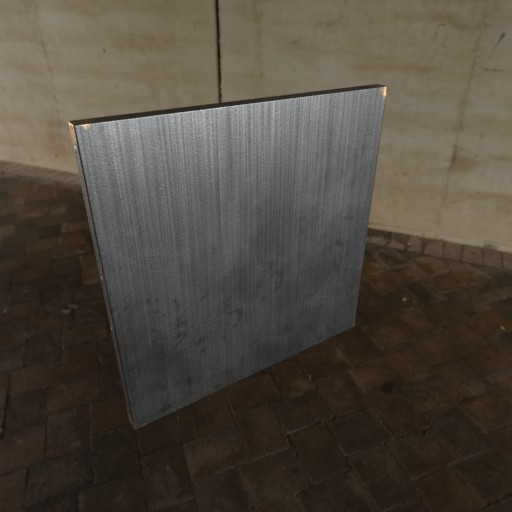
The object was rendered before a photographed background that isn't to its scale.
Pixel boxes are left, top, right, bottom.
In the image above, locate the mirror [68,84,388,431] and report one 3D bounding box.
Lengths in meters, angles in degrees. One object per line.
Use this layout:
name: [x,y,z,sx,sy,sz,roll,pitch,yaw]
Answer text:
mirror: [0.000,0.000,0.565,0.382,0.381,0.020,-18,34,-28]
